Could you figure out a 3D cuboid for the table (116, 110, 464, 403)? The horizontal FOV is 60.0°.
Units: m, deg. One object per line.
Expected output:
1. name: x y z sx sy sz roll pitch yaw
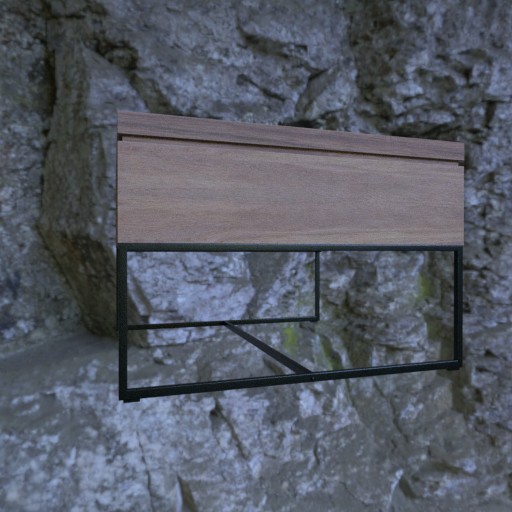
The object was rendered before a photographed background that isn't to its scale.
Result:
1. table: 0.000 0.000 1.124 0.676 0.464 0.679 0 0 -18
